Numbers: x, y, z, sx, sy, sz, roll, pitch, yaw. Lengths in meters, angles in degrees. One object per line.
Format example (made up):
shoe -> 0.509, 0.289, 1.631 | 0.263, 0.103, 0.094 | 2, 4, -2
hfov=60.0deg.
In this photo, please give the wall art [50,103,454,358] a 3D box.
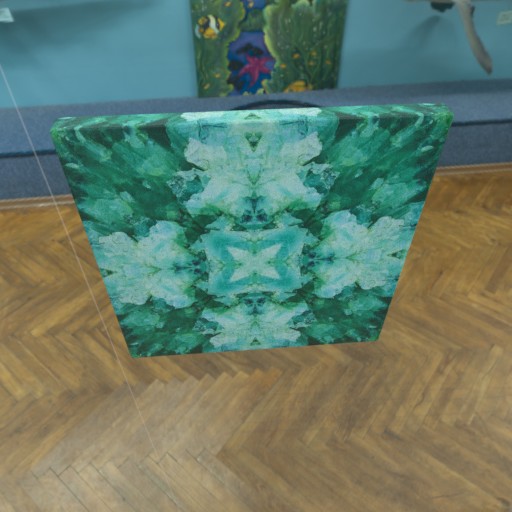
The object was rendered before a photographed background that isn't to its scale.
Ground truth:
wall art -> 0.000, 0.000, 0.743 | 0.507, 0.508, 0.038 | -3, 45, -3
